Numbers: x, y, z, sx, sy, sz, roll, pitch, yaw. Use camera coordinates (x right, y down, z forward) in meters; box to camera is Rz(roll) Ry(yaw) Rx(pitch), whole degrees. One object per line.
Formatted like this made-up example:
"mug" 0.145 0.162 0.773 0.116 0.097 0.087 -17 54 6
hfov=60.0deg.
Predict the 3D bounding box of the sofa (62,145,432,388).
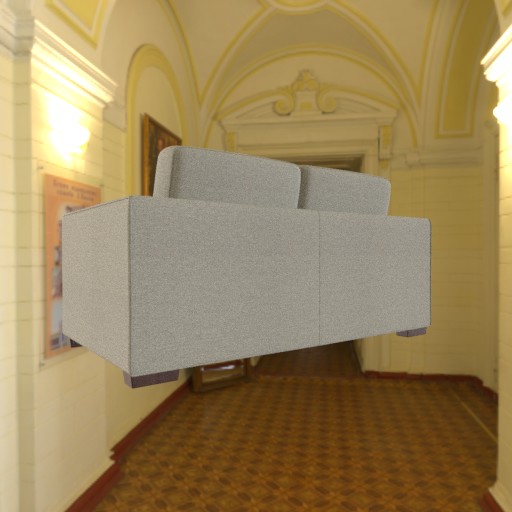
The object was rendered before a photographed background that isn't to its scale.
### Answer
"sofa" 0.000 0.000 2.457 1.812 0.924 1.007 0 0 -36
